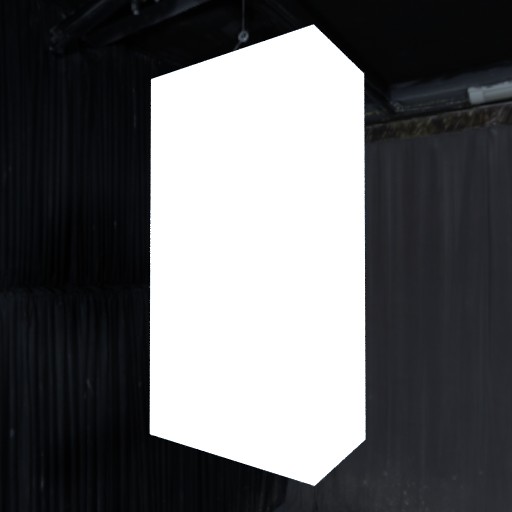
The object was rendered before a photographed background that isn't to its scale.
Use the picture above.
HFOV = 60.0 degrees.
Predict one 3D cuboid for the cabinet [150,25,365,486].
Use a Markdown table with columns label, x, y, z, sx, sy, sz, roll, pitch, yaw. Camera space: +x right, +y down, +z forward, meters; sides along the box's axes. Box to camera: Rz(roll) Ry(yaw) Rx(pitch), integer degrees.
| label | x | y | z | sx | sy | sz | roll | pitch | yaw |
| --- | --- | --- | --- | --- | --- | --- | --- | --- | --- |
| cabinet | 0.000 | 0.000 | 2.356 | 0.980 | 1.920 | 0.580 | -1 | -1 | 34 |
